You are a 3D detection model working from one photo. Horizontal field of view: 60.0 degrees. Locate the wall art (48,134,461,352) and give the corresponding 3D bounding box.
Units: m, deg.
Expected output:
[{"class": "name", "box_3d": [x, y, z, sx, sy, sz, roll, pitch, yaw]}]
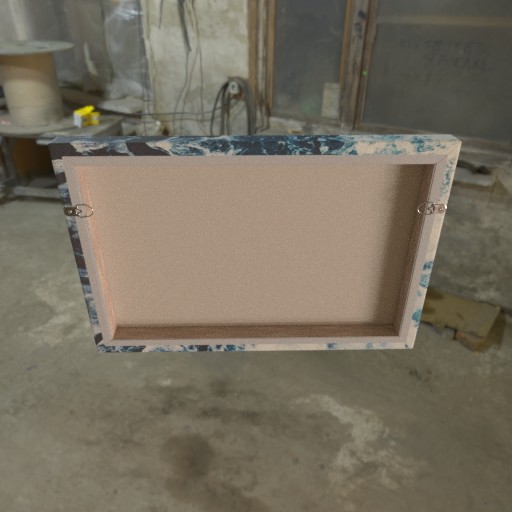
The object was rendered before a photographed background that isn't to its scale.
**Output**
[{"class": "wall art", "box_3d": [0.000, 0.000, 0.767, 0.609, 0.407, 0.043, -1, 30, -1]}]
